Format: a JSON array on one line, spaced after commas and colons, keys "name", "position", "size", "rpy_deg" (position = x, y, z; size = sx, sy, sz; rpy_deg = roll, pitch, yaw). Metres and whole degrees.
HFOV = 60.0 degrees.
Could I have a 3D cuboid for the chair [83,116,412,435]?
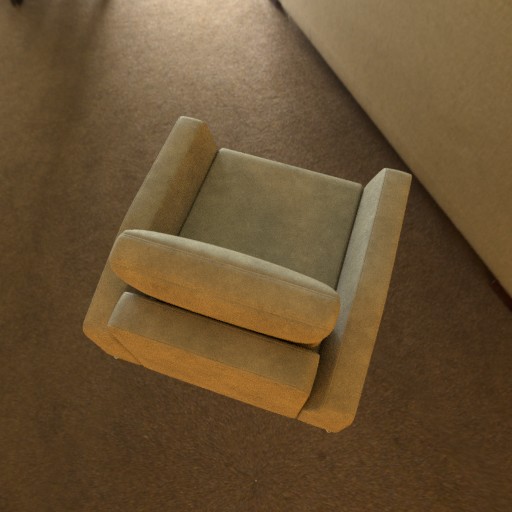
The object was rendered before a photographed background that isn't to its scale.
[{"name": "chair", "position": [0.000, 0.000, 1.564], "size": [0.900, 0.800, 0.900], "rpy_deg": [16, 64, 8]}]
